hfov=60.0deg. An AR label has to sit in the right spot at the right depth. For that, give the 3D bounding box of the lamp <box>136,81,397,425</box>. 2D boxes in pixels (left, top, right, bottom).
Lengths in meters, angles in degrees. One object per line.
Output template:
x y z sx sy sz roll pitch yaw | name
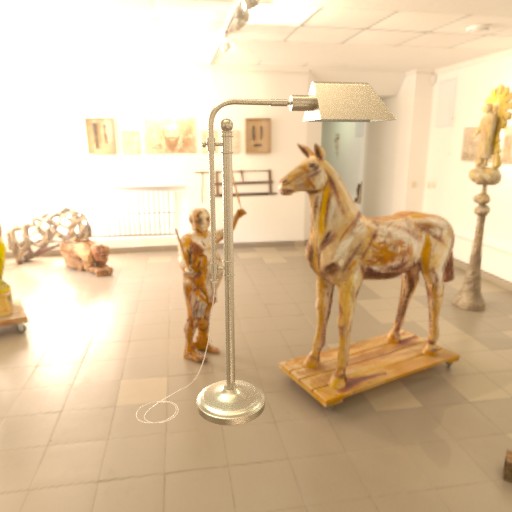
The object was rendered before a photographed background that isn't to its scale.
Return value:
0.000 0.000 0.952 0.546 0.708 0.159 -3 15 -10 | lamp
